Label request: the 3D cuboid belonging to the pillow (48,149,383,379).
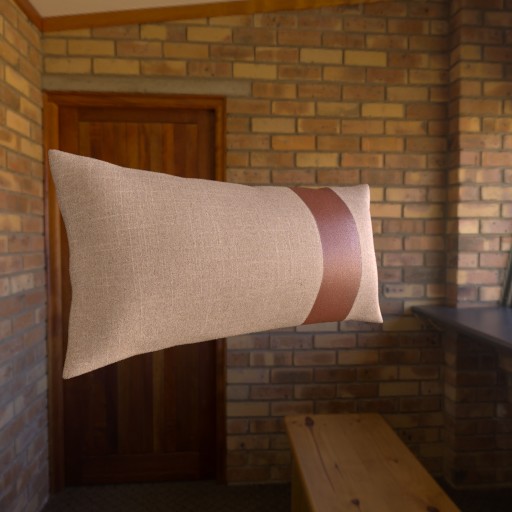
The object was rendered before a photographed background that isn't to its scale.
[{"bbox_3d":[0.000,0.000,0.725,0.612,0.282,0.155,-2,3,-36],"label":"pillow"}]
